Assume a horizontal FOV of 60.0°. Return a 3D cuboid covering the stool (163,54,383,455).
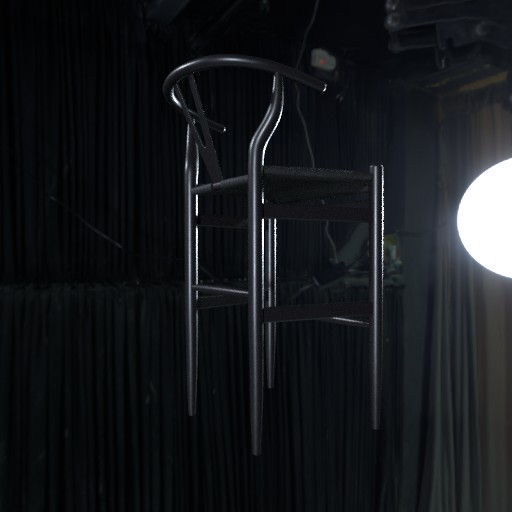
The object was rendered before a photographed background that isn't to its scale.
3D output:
[{"bbox_3d":[0.000,0.000,1.429,0.579,1.072,0.569,0,0,-37],"label":"stool"}]
